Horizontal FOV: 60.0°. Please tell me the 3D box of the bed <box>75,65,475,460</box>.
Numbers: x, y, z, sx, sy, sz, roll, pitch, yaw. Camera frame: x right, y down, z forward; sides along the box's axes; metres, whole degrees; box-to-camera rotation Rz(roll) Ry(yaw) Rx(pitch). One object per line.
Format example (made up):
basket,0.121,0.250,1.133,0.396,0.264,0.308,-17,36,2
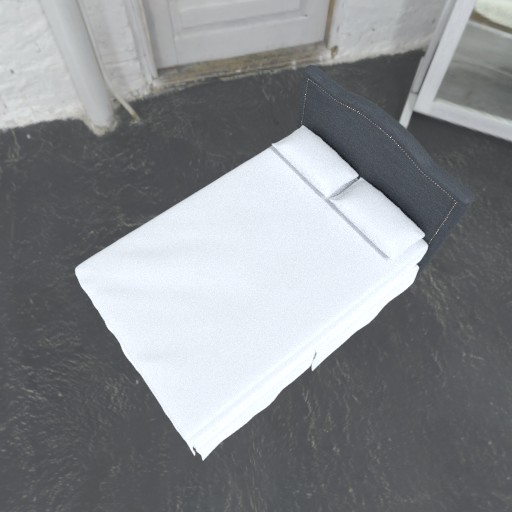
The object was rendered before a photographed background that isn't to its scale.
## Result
bed,0.000,0.000,3.481,2.507,1.441,1.747,-35,68,-17
